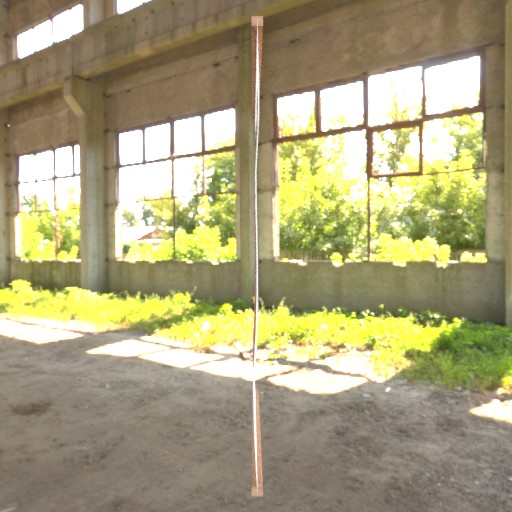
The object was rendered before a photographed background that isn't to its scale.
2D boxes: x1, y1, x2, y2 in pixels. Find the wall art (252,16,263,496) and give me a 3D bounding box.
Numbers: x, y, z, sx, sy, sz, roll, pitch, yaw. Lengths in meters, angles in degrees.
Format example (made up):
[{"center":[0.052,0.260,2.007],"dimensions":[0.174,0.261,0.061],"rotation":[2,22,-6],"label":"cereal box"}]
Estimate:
[{"center":[0.000,0.000,0.635],"dimensions":[0.012,0.508,0.332],"rotation":[0,1,0],"label":"wall art"}]
